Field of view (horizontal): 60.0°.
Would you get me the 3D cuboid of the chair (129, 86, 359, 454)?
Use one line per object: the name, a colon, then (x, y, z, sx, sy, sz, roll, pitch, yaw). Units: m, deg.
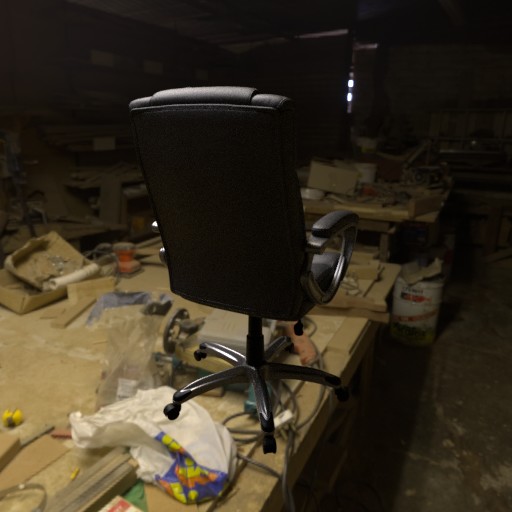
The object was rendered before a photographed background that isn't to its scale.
chair: (0.000, 0.000, 1.627, 0.721, 1.130, 0.719, 9, 20, 27)
